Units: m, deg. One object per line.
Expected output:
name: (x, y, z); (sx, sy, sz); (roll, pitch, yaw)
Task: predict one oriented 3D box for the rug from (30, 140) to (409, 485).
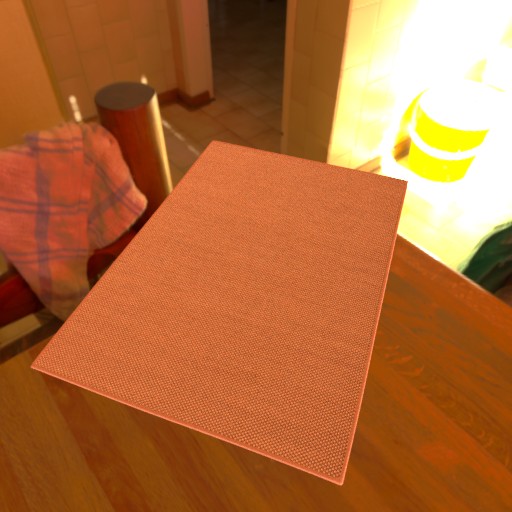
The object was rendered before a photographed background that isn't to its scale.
rug: (0.000, 0.000, 2.627); (1.524, 0.013, 2.134); (15, 48, 14)
